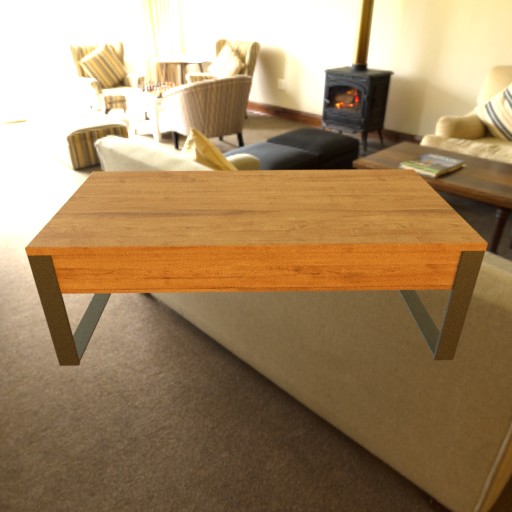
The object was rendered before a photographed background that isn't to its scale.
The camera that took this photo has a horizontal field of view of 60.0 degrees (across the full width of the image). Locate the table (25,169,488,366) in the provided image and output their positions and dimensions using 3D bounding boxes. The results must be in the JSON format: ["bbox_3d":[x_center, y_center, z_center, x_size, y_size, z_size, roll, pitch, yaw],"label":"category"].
[{"bbox_3d":[0.000,0.000,1.483,1.180,0.400,0.590,-1,30,-1],"label":"table"}]
